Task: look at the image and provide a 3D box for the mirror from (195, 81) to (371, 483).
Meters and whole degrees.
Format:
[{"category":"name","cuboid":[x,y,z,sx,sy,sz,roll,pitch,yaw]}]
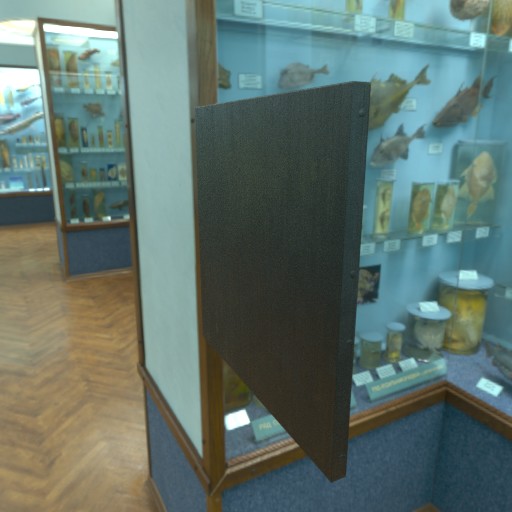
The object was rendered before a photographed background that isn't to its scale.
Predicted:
[{"category":"mirror","cuboid":[0.000,0.000,0.567,0.020,0.381,0.382,-7,17,-25]}]
